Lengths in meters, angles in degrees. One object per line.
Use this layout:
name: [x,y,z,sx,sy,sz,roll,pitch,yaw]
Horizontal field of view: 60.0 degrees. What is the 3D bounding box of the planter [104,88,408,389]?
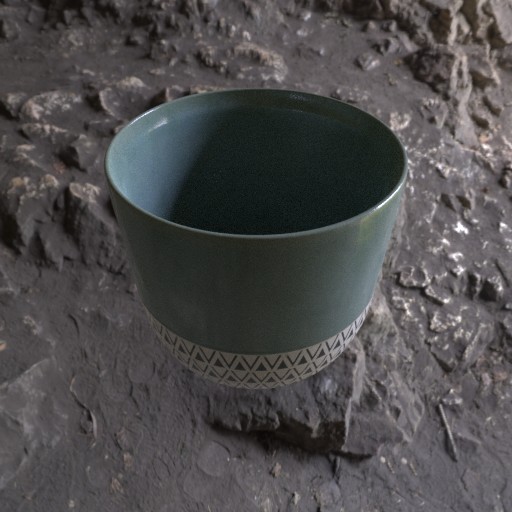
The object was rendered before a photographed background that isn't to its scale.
planter: [0.000,0.000,0.488,0.266,0.270,0.266,0,42,0]
